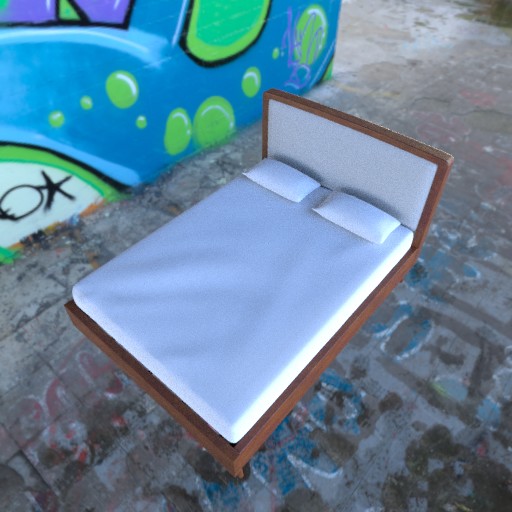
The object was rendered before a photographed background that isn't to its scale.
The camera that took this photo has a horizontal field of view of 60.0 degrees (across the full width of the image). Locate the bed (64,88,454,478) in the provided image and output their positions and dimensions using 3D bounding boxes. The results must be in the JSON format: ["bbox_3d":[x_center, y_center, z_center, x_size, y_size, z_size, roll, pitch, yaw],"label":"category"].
[{"bbox_3d":[0.000,0.000,3.141,1.587,1.275,2.196,32,53,27],"label":"bed"}]
